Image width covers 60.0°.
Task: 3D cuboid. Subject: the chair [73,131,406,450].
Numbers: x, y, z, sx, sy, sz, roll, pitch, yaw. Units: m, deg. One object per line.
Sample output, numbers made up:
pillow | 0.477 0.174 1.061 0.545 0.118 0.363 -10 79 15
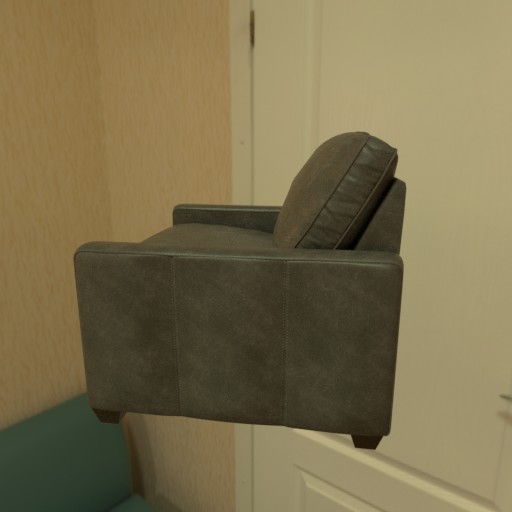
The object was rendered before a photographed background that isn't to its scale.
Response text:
chair | 0.000 0.000 1.703 0.939 0.916 1.006 2 15 9
